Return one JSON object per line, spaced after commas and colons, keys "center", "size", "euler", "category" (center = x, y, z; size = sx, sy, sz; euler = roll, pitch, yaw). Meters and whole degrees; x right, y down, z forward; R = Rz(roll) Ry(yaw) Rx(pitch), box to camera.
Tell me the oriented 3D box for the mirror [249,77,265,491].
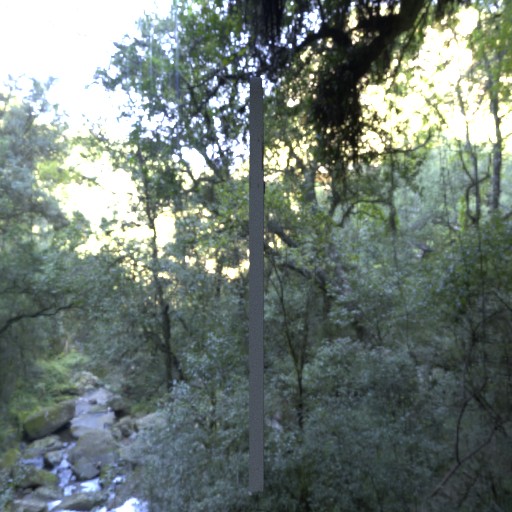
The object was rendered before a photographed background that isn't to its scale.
{"center": [0.000, 0.000, 1.196], "size": [0.032, 0.920, 0.660], "euler": [0, 0, 0], "category": "mirror"}
